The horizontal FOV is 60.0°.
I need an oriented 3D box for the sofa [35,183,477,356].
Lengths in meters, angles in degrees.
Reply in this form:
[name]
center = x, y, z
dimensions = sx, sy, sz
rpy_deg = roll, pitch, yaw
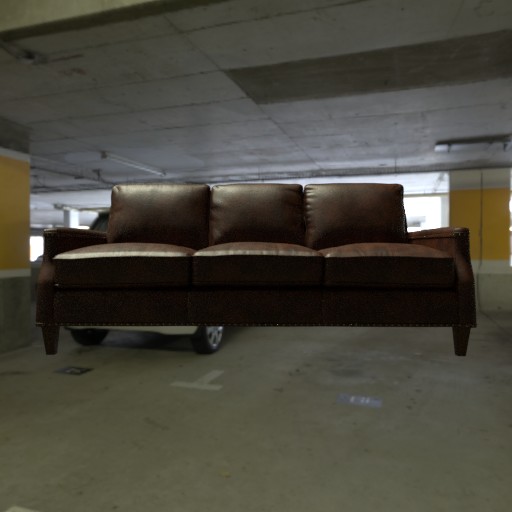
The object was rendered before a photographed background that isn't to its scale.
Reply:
[sofa]
center = 0.000, 0.000, 2.745
dimensions = 2.240, 1.003, 1.084
rpy_deg = 0, 1, 1
